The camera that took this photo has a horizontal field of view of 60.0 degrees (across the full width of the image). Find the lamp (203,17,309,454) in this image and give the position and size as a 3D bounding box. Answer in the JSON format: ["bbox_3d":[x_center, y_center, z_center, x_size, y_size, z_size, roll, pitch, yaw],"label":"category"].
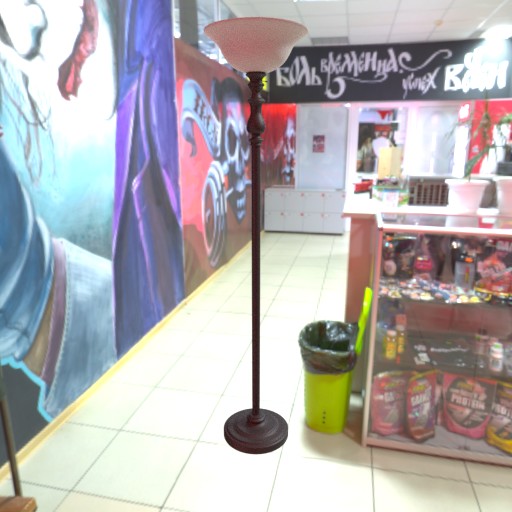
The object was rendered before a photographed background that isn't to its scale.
[{"bbox_3d":[0.000,0.000,1.939,0.405,1.797,0.405,-14,20,-43],"label":"lamp"}]
